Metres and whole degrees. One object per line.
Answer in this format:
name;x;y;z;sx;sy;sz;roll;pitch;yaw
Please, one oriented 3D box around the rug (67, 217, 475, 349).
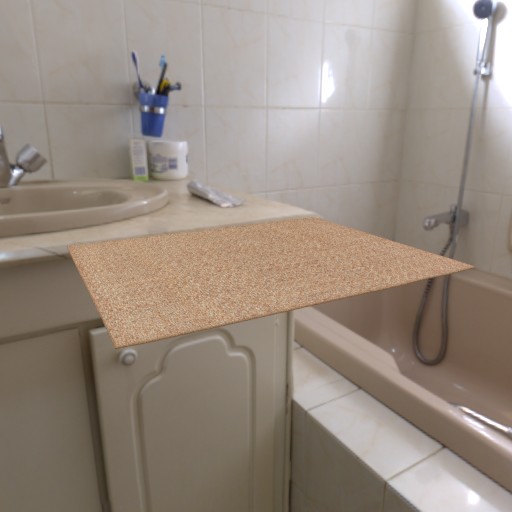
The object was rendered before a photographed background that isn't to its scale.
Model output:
rug;0.000;0.000;4.135;3.048;0.013;2.439;-9;19;-27
